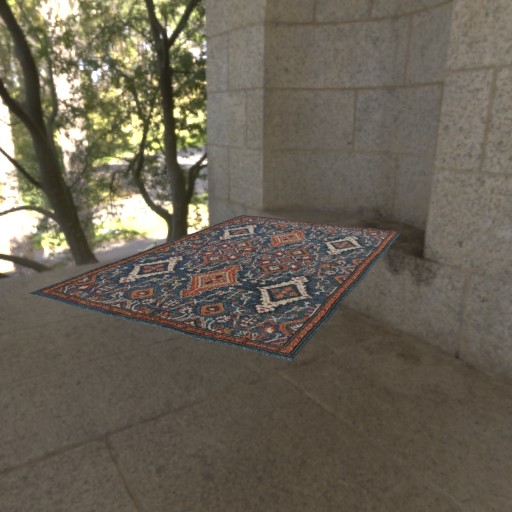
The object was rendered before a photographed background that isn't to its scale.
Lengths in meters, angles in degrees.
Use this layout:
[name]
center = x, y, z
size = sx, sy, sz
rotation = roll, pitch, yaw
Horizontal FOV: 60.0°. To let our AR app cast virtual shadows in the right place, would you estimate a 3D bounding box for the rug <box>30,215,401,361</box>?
[rug]
center = 0.000, 0.000, 4.317
size = 2.190, 0.008, 3.371
rotation = 9, 19, 26
